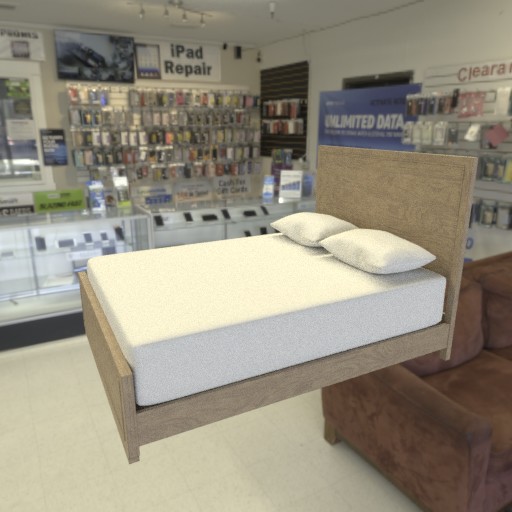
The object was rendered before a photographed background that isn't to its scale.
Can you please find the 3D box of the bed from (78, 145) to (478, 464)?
[{"bbox_3d":[0.000,0.000,3.072,2.189,1.369,1.606,-9,19,-26],"label":"bed"}]
